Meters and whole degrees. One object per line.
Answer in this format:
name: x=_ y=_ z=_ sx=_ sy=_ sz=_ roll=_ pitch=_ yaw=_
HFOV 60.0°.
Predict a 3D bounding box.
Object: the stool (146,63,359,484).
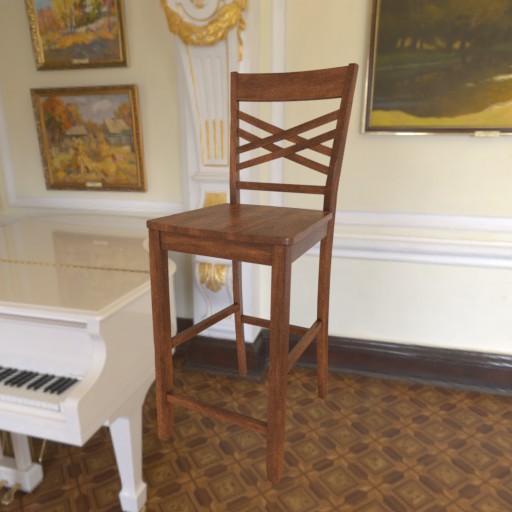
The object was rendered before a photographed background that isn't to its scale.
stool: x=0.000 y=0.000 z=1.326 sx=0.426 sy=1.098 sz=0.504 roll=8 pitch=17 yaw=27
